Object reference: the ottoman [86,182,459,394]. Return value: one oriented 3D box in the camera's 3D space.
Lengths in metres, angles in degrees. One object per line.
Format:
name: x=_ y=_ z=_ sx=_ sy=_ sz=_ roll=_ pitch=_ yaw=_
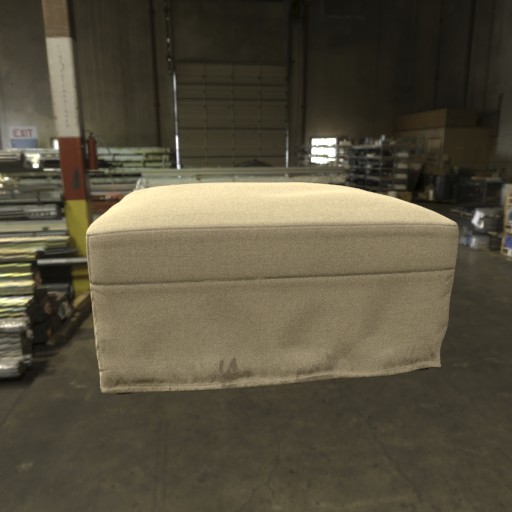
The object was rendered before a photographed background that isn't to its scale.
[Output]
ottoman: x=0.000 y=0.000 z=1.368 sx=0.840 sy=0.436 sz=0.843 roll=-2 pitch=13 yaw=-9
